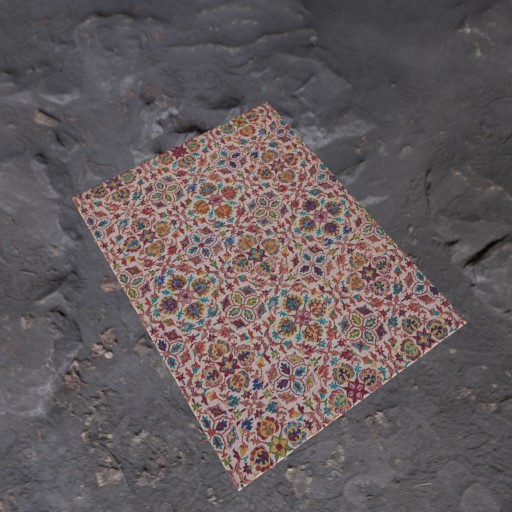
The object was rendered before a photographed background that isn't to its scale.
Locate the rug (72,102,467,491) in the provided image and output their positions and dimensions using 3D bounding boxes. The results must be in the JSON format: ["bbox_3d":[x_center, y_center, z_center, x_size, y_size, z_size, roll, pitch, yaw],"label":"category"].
[{"bbox_3d":[0.000,0.000,4.291,2.446,0.020,3.215,-31,68,-14],"label":"rug"}]
